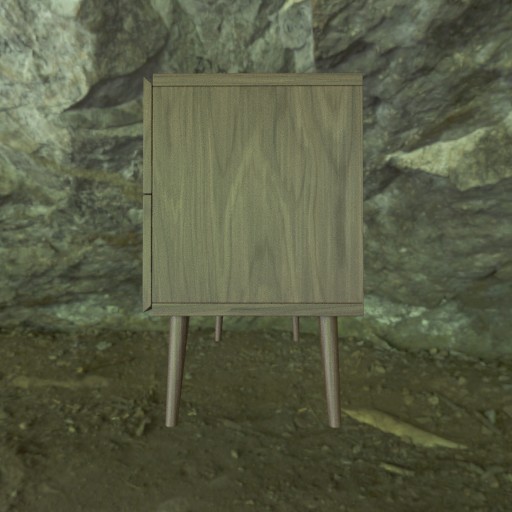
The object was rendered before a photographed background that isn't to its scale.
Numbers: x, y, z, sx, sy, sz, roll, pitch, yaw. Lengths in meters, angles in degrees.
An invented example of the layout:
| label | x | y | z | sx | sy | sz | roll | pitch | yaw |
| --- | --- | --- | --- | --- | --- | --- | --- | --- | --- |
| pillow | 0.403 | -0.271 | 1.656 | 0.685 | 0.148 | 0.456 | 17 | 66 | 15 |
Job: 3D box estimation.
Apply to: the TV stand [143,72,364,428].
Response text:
| label | x | y | z | sx | sy | sz | roll | pitch | yaw |
| --- | --- | --- | --- | --- | --- | --- | --- | --- | --- |
| TV stand | 0.000 | 0.000 | 1.307 | 0.405 | 0.660 | 0.990 | 0 | -1 | 1 |
